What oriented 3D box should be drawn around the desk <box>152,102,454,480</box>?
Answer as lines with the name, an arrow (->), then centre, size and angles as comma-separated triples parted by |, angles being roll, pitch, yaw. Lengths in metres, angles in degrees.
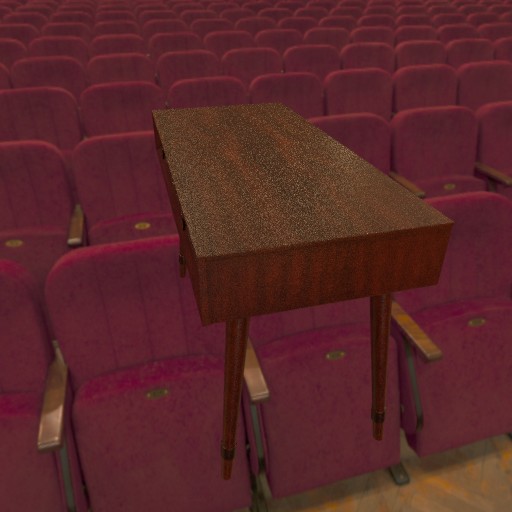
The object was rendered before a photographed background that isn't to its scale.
desk -> 0.000, 0.000, 2.088 | 0.734, 1.031, 1.577 | -8, 32, -13
